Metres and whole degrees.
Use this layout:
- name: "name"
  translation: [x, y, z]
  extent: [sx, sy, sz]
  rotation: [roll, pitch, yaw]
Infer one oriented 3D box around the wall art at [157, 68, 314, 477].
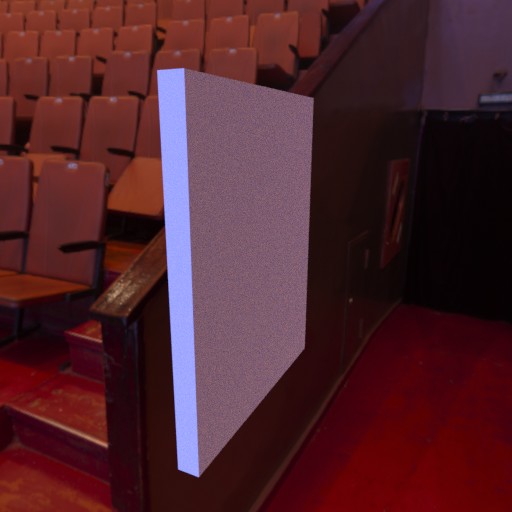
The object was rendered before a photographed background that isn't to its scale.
- name: "wall art"
  translation: [0.000, 0.000, 0.776]
  extent: [0.039, 0.553, 0.451]
  rotation: [7, 17, 25]
